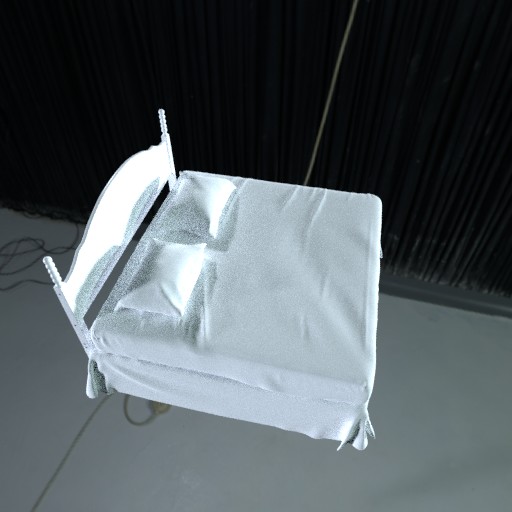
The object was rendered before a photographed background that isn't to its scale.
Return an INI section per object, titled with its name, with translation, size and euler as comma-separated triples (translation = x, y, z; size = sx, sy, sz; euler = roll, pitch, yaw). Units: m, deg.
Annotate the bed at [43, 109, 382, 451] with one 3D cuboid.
[bed]
translation = 0.000, 0.000, 3.594
size = 2.219, 1.355, 2.322
euler = 9, 47, 9
